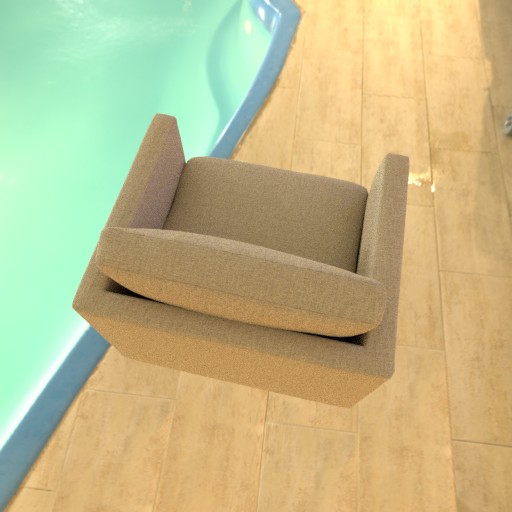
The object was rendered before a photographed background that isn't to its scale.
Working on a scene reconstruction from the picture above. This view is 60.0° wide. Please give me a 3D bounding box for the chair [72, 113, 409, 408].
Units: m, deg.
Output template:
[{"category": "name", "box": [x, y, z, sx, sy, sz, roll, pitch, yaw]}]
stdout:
[{"category": "chair", "box": [0.000, 0.000, 1.886, 1.107, 0.961, 0.959, 11, 64, 6]}]
